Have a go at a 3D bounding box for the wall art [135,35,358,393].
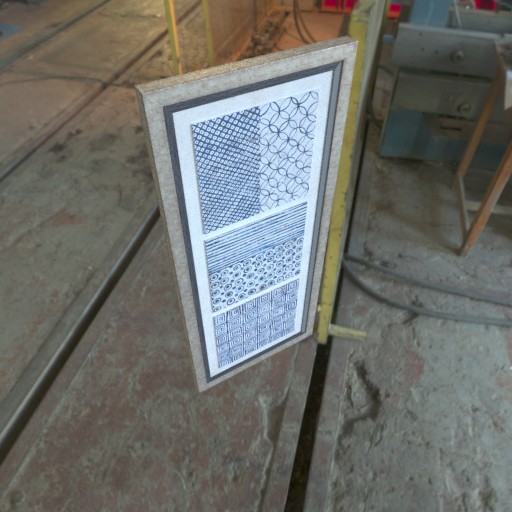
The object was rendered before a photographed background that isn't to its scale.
[{"bbox_3d":[0.000,0.000,1.685,0.648,1.461,0.051,-23,50,-21],"label":"wall art"}]
